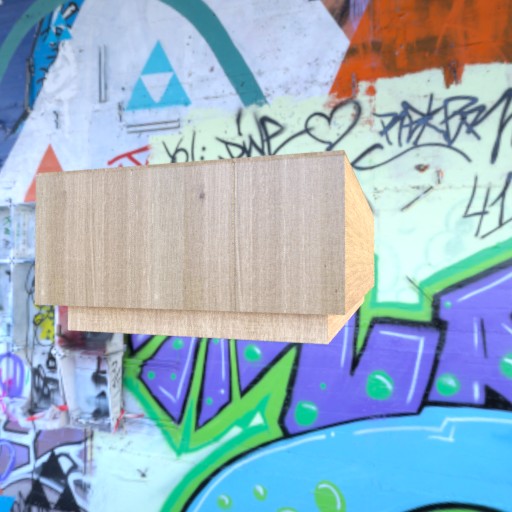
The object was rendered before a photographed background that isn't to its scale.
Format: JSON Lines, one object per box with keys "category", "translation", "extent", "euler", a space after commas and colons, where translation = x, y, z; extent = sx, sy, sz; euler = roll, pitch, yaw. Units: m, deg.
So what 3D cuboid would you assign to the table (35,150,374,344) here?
{"category": "table", "translation": [0.000, 0.000, 1.410], "extent": [0.678, 0.353, 1.110], "euler": [0, -1, 17]}
